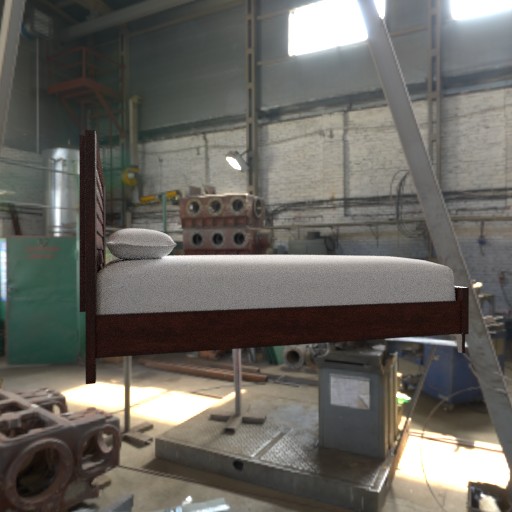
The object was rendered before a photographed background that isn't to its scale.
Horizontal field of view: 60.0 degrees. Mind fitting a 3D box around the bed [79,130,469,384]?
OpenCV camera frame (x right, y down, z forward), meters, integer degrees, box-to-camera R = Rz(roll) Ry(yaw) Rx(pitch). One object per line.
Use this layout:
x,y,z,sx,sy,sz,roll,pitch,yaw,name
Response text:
0.000,0.000,3.964,2.803,1.492,2.040,0,0,-17,bed
